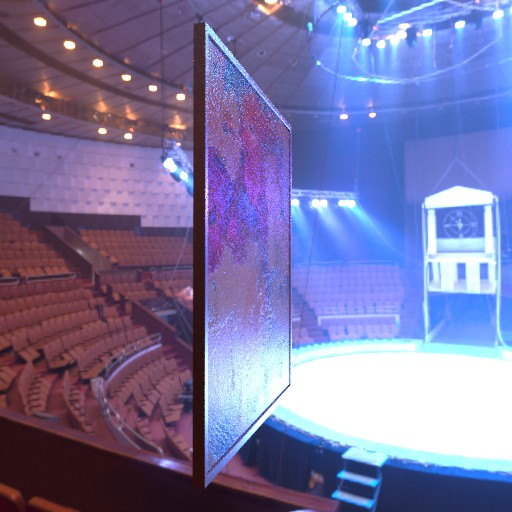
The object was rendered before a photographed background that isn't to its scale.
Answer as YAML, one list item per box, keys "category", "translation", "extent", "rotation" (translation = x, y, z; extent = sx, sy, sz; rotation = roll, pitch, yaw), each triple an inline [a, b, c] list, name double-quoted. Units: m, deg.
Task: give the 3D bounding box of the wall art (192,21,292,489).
- category: "wall art"
  translation: [0.000, 0.000, 1.385]
  extent: [0.030, 1.046, 0.816]
  rotation: [0, -1, 18]
